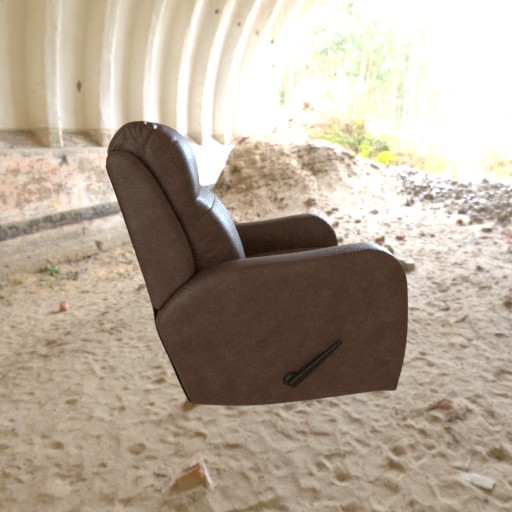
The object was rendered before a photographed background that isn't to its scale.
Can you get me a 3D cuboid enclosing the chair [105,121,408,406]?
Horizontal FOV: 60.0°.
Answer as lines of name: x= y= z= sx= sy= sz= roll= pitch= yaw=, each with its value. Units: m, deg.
chair: x=0.000 y=0.000 z=1.860 sx=1.067 sy=1.067 sz=0.865 roll=-3 pitch=15 yaw=-10
